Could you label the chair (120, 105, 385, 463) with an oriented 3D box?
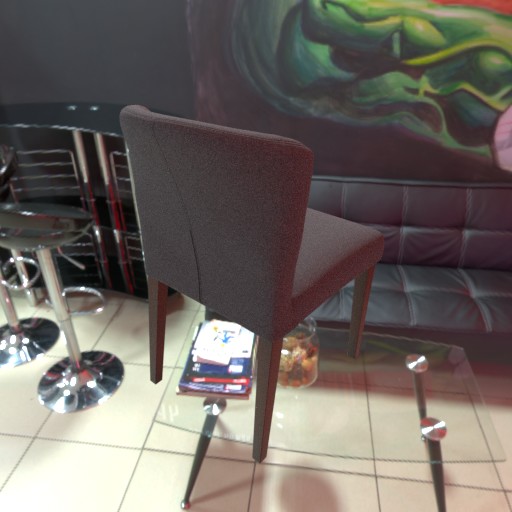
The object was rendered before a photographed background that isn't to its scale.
[{"bbox_3d":[0.000,0.000,1.201,0.491,0.839,0.592,23,37,34],"label":"chair"}]
